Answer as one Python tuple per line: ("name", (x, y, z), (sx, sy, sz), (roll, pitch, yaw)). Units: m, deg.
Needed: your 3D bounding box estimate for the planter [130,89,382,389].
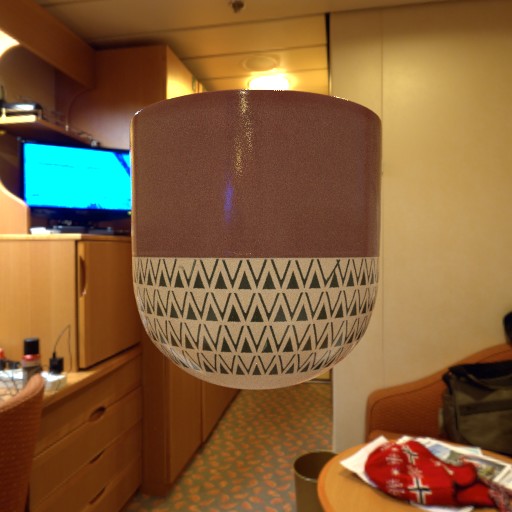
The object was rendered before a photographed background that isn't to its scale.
("planter", (0.000, 0.000, 0.486), (0.266, 0.270, 0.266), (0, 1, 0))
